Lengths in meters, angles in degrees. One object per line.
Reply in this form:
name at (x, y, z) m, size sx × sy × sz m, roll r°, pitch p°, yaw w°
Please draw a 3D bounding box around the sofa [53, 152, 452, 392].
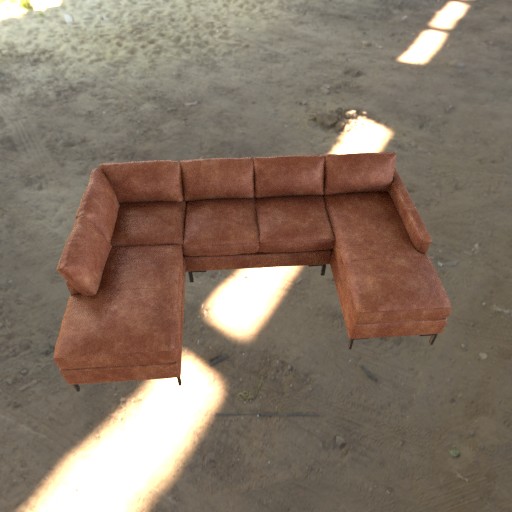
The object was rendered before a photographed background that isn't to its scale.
sofa at (0.000, 0.000, 3.823) m, size 2.956 × 0.900 × 1.939 m, roll -3°, pitch 45°, yaw -3°
